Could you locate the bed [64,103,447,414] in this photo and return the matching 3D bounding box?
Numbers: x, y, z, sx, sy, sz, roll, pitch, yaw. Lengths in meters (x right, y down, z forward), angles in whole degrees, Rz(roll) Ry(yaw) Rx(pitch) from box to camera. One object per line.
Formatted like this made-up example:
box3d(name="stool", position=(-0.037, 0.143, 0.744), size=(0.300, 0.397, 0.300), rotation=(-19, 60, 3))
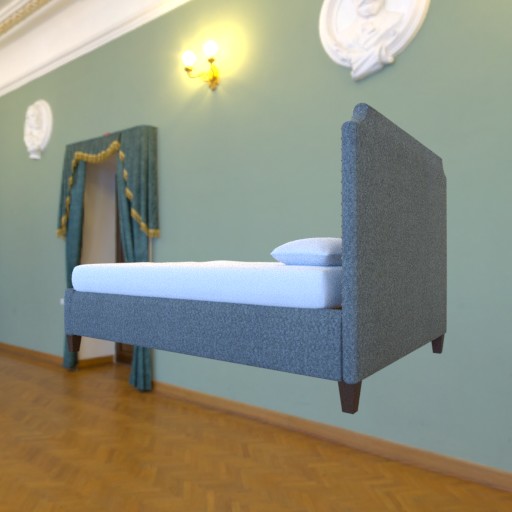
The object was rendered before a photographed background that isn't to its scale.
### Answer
box3d(name="bed", position=(0.000, 0.000, 3.322), size=(2.372, 1.443, 1.712), rotation=(0, 0, 36))
